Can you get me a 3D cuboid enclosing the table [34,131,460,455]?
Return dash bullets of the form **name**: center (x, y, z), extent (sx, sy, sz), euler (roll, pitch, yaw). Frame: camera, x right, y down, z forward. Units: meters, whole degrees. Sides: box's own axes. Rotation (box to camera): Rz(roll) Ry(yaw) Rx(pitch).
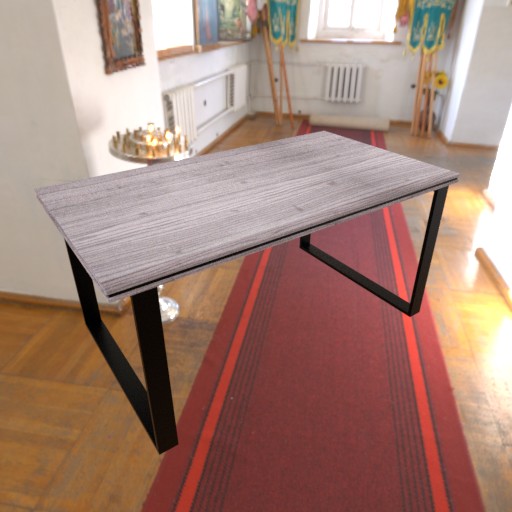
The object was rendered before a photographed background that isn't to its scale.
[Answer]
- **table**: center (0.000, 0.000, 2.061), extent (1.579, 0.736, 0.881), euler (-19, 36, -30)
